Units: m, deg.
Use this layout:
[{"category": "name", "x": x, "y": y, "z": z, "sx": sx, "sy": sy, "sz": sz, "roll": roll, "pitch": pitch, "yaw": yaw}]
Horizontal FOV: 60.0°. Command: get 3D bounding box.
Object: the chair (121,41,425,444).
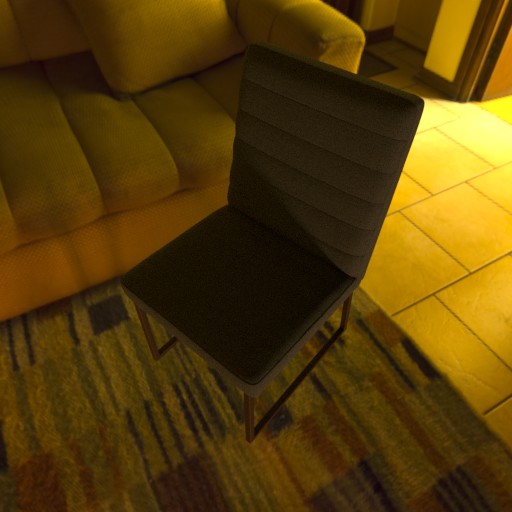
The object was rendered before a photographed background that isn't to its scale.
[{"category": "chair", "x": 0.000, "y": 0.000, "z": 1.298, "sx": 0.520, "sy": 0.930, "sz": 0.634, "roll": 32, "pitch": 56, "yaw": 26}]
